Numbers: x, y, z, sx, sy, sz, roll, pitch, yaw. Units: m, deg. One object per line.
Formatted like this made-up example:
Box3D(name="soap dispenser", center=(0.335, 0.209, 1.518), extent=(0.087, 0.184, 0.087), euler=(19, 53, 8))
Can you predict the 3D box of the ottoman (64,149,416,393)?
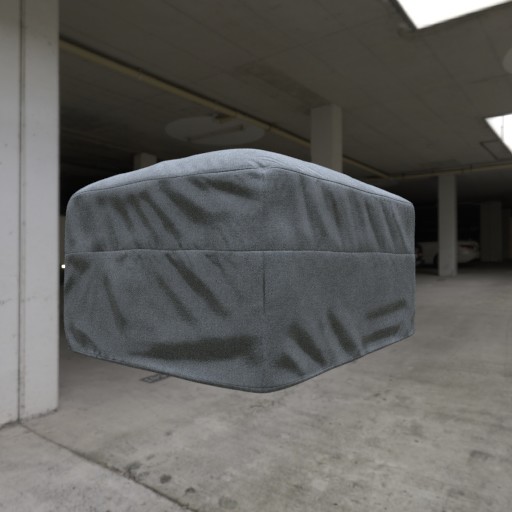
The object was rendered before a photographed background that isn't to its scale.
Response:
Box3D(name="ottoman", center=(0.000, 0.000, 1.259), extent=(0.683, 0.481, 0.837), euler=(-1, -1, 37))
